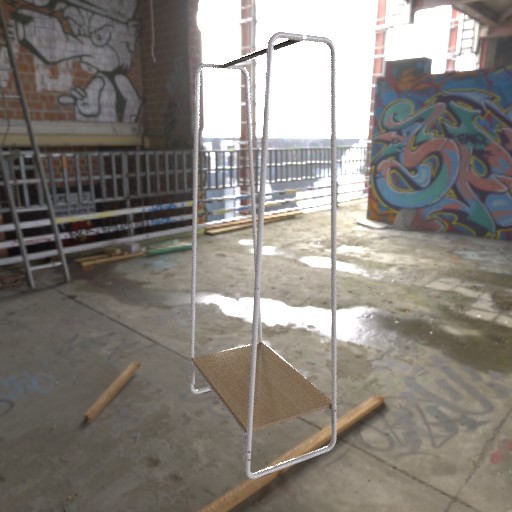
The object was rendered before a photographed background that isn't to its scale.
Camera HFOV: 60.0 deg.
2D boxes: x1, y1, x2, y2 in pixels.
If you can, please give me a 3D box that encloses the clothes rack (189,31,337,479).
[{"bbox_3d":[0.000,0.000,1.765,0.400,1.500,0.640,-7,17,-26],"label":"clothes rack"}]
